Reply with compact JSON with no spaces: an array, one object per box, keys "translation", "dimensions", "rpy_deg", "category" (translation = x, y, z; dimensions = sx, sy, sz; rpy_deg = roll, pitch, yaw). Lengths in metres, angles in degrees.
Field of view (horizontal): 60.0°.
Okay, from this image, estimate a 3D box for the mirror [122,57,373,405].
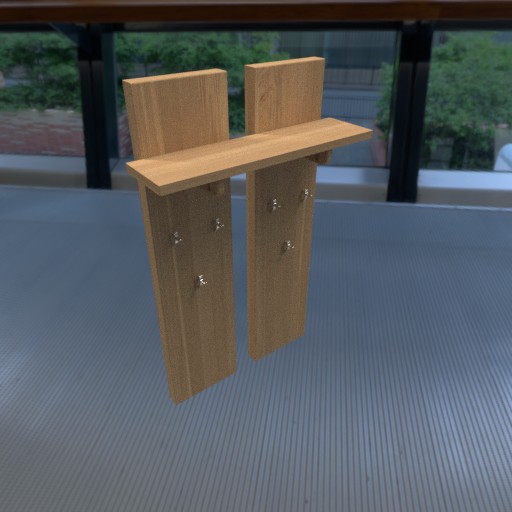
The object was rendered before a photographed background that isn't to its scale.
[{"translation":[0.000,0.000,1.614],"dimensions":[0.800,1.250,0.260],"rpy_deg":[-22,38,-31],"category":"mirror"}]
